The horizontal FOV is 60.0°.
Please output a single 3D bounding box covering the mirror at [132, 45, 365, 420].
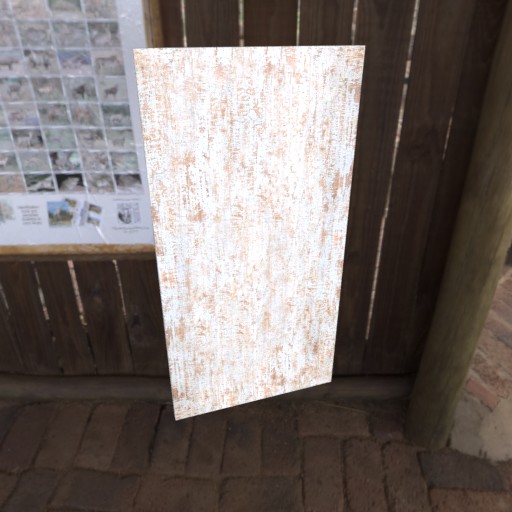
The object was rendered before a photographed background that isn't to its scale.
[{"bbox_3d":[0.000,0.000,1.080,0.472,0.922,0.027,-9,28,-16],"label":"mirror"}]
